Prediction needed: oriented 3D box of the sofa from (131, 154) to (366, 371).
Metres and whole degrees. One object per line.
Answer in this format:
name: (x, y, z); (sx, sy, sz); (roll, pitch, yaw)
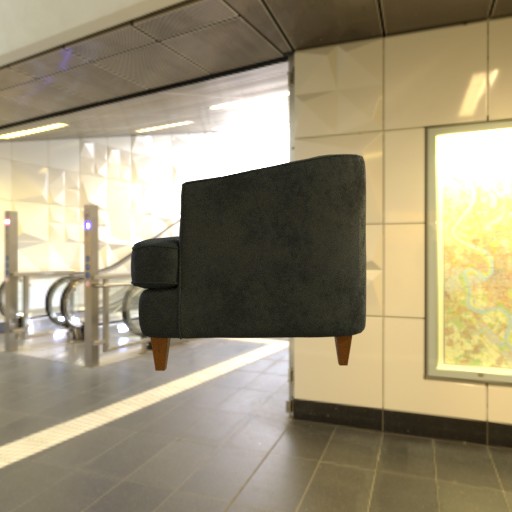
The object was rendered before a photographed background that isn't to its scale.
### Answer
sofa: (0.000, 0.000, 2.730); (0.941, 0.855, 2.278); (0, 0, 0)
